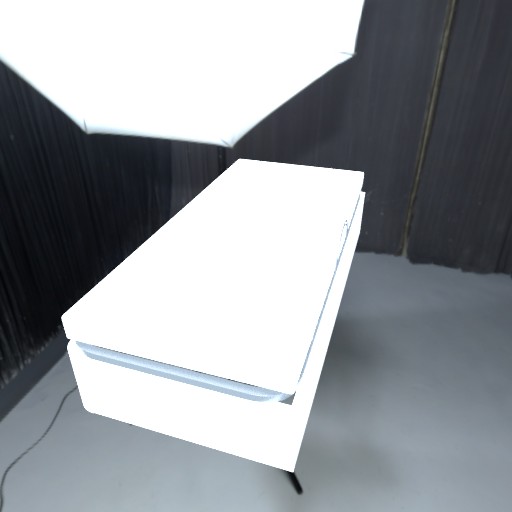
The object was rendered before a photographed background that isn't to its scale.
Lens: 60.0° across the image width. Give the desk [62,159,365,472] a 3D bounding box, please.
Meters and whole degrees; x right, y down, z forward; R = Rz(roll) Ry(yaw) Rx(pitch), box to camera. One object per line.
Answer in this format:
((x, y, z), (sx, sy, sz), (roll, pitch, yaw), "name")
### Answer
((0.000, 0.000, 2.312), (0.900, 0.526, 1.900), (10, 32, 16), "desk")
